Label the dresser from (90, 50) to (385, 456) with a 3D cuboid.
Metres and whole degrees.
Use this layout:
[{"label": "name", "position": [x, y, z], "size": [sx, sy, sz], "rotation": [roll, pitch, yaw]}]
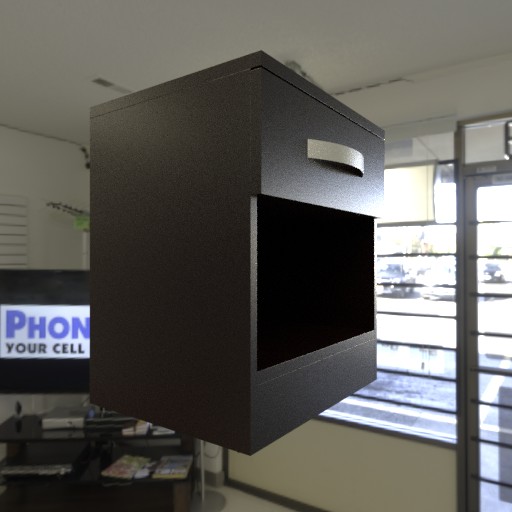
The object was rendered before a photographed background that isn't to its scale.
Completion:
[{"label": "dresser", "position": [0.000, 0.000, 0.758], "size": [0.360, 0.470, 0.400], "rotation": [0, 0, 36]}]
